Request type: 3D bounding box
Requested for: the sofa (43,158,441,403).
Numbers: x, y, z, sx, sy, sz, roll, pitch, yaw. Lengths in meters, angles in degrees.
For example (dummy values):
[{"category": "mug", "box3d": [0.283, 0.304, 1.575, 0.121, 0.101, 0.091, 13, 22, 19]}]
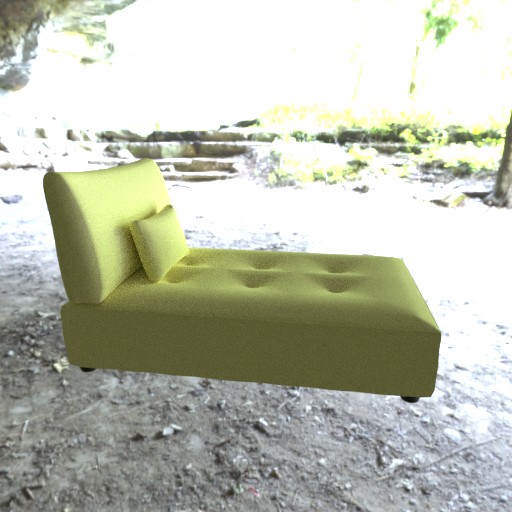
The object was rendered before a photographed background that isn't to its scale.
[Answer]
[{"category": "sofa", "box3d": [0.000, 0.000, 2.021, 1.450, 0.820, 0.930, 3, 17, 9]}]
